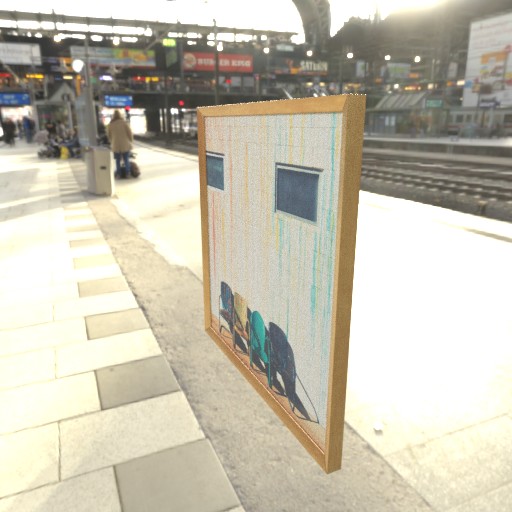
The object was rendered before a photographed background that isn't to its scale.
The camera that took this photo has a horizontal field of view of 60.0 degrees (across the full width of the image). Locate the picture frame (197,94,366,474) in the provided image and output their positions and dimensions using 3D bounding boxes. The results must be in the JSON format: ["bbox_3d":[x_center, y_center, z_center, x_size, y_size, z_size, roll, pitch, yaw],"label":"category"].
[{"bbox_3d":[0.000,0.000,1.165,0.037,0.761,0.758,-8,19,-25],"label":"picture frame"}]
